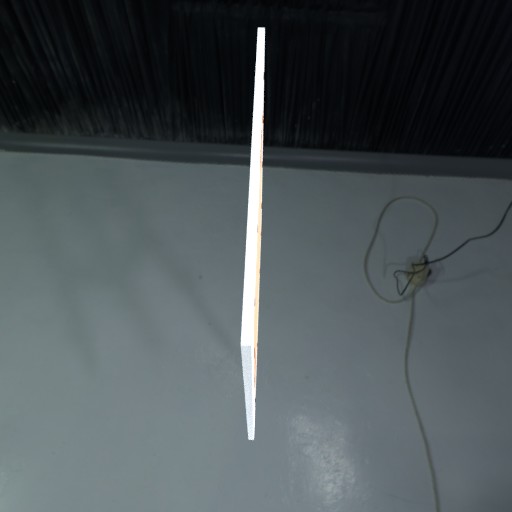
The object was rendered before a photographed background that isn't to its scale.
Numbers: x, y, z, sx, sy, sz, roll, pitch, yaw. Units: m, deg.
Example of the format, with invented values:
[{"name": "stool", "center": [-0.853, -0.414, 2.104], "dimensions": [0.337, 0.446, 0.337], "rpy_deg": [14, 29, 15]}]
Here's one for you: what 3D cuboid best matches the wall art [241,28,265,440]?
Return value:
[{"name": "wall art", "center": [0.000, 0.000, 0.873], "dimensions": [0.013, 0.584, 0.584], "rpy_deg": [2, 58, 1]}]
